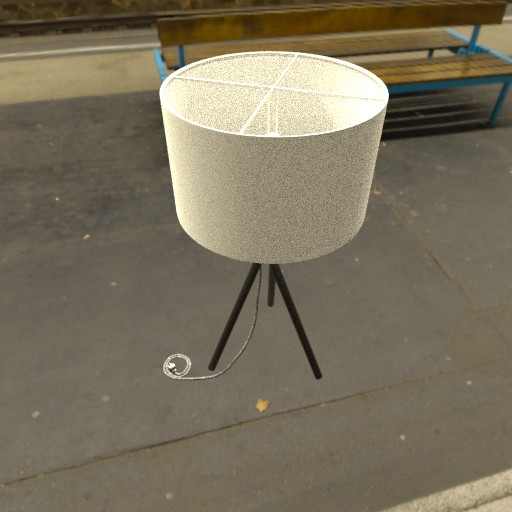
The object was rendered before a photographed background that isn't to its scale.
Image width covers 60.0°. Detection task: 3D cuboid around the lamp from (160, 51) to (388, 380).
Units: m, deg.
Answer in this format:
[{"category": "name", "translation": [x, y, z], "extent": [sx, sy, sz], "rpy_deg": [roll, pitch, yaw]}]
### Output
[{"category": "lamp", "translation": [0.000, 0.000, 0.904], "extent": [0.422, 0.674, 0.353], "rpy_deg": [-26, 48, -27]}]
